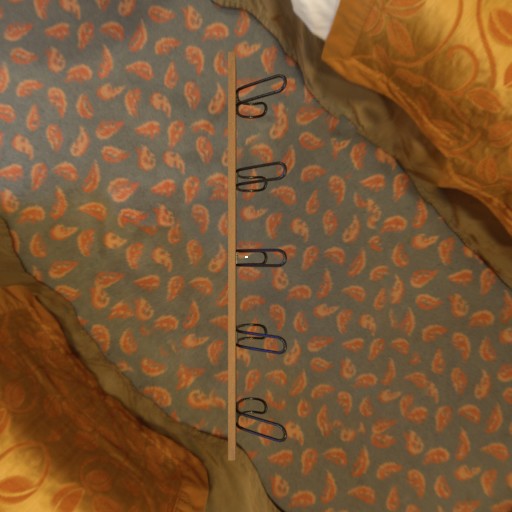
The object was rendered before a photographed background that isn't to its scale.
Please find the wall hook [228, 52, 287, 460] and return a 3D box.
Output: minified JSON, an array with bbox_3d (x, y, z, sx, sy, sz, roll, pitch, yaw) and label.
[{"bbox_3d":[0.000,0.000,0.612,0.076,0.116,0.554,0,90,-1],"label":"wall hook"}]
